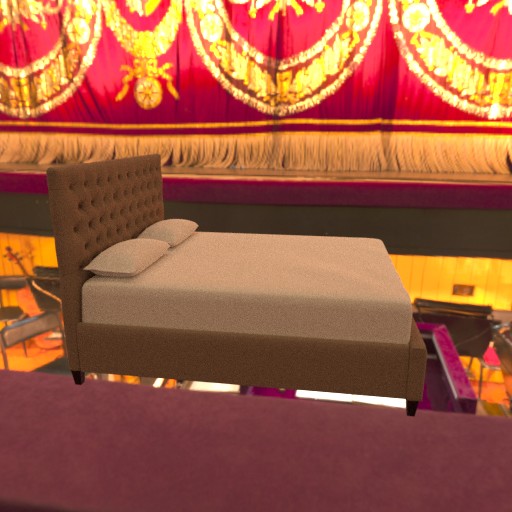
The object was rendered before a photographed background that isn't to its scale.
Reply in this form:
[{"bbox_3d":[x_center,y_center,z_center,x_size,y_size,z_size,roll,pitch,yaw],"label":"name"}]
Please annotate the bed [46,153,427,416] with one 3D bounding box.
[{"bbox_3d":[0.000,0.000,3.369,2.233,1.426,1.696,3,16,9],"label":"bed"}]
